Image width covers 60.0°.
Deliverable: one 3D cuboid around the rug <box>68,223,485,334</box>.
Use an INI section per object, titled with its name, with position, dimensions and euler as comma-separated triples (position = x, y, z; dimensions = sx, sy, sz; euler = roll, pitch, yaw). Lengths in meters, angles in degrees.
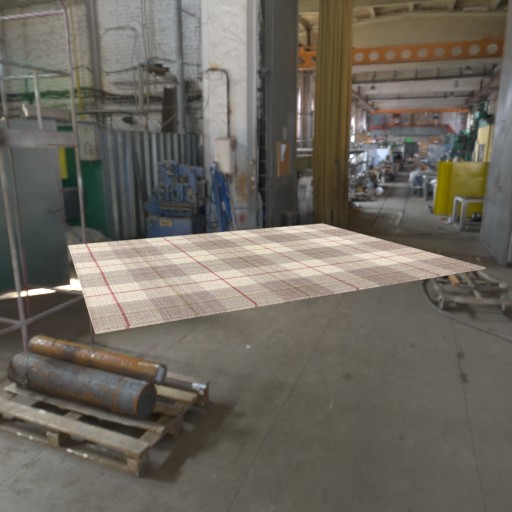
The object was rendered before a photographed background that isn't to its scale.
[rug]
position = 0.000, 0.000, 3.940
dimensions = 2.959, 0.016, 2.317
euler = -6, 15, -25
